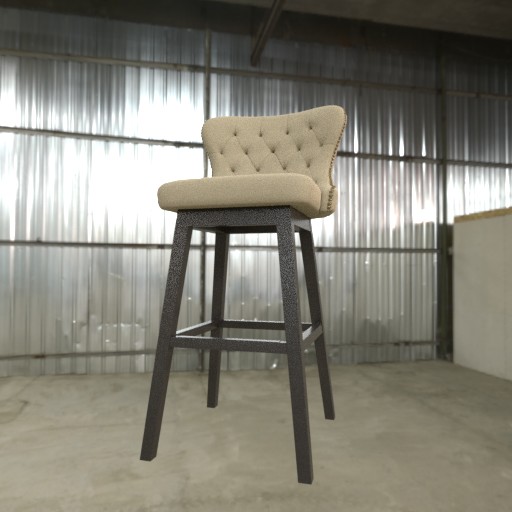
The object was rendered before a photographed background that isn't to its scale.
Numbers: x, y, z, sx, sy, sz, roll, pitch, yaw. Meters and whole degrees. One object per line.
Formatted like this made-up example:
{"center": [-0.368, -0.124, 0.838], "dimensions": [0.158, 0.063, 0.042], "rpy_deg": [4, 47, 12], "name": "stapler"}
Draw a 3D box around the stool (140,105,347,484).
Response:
{"center": [0.000, 0.000, 1.383], "dimensions": [0.528, 1.066, 0.605], "rpy_deg": [0, -1, 17], "name": "stool"}
